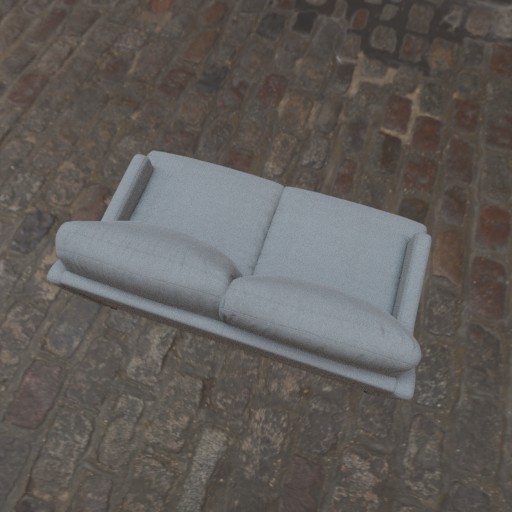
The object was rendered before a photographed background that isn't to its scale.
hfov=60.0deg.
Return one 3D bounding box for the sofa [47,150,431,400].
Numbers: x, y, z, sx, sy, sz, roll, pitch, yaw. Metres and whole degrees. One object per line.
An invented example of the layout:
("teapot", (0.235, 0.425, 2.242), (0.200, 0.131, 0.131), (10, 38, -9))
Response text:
("sofa", (0.000, 0.000, 2.176), (1.589, 0.921, 0.987), (17, 66, 8))
